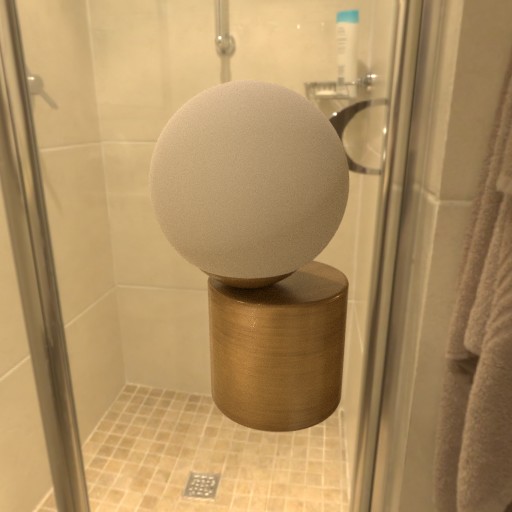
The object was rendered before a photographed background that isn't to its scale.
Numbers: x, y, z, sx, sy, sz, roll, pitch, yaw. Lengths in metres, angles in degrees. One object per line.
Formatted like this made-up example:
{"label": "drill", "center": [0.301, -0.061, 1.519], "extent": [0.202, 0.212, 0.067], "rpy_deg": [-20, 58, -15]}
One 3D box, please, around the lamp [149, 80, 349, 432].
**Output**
{"label": "lamp", "center": [0.000, 0.000, 0.339], "extent": [0.152, 0.250, 0.141], "rpy_deg": [-9, 20, -27]}
